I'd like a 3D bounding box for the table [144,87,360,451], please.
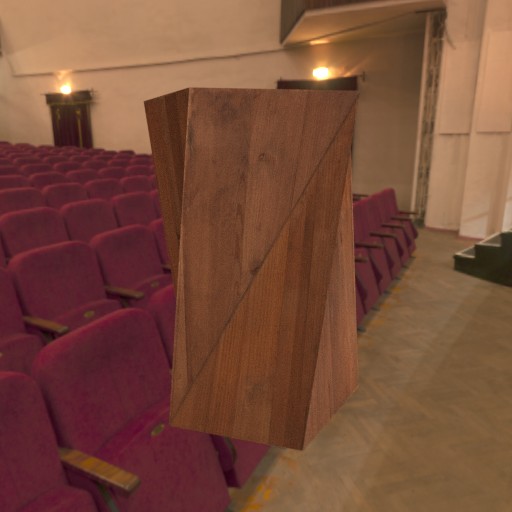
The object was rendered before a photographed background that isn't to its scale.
[{"bbox_3d":[0.000,0.000,0.904,0.425,0.604,0.441,7,16,27],"label":"table"}]
